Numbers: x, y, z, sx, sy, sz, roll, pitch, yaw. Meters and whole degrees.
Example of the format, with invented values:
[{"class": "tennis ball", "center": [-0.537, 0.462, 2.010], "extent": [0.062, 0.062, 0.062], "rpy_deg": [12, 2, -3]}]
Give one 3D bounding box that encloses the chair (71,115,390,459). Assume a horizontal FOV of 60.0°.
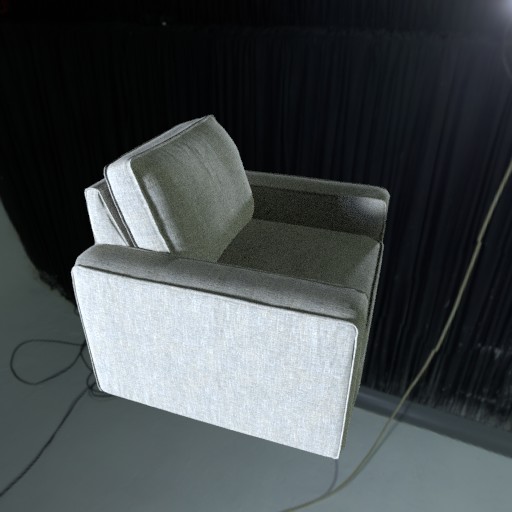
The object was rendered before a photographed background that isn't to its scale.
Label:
[{"class": "chair", "center": [0.000, 0.000, 1.736], "extent": [0.940, 0.914, 1.016], "rpy_deg": [10, 32, 16]}]
